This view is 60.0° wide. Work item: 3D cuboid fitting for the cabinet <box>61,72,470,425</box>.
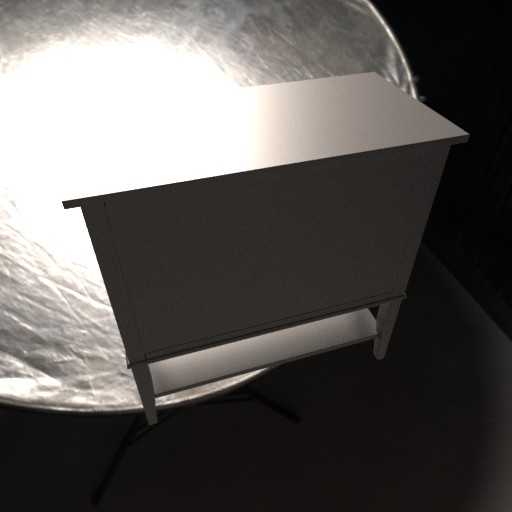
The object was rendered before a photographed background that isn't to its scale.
[{"bbox_3d":[0.000,0.000,1.220,0.801,0.780,0.396,-12,42,-13],"label":"cabinet"}]
